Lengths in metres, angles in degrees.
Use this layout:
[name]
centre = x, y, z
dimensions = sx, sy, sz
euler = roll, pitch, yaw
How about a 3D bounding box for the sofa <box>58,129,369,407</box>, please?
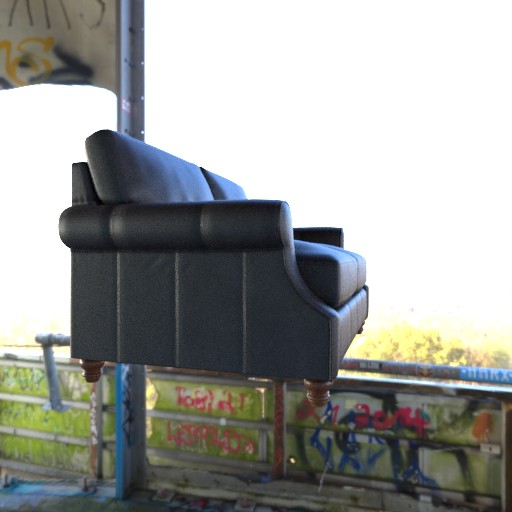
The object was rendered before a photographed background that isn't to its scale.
[sofa]
centre = 0.000, 0.000, 2.260
dimensions = 1.030, 0.979, 1.663
euler = 0, 0, 18
